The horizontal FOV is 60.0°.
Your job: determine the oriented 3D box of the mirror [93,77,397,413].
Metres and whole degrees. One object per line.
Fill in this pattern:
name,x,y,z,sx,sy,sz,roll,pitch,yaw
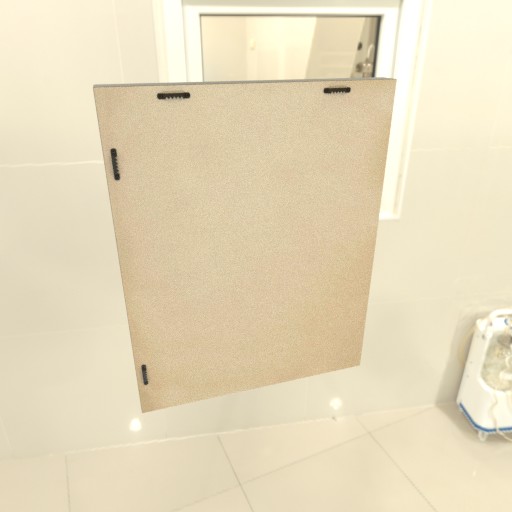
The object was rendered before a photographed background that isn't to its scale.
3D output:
mirror,0.000,0.000,0.692,0.405,0.508,0.041,-8,27,-16
